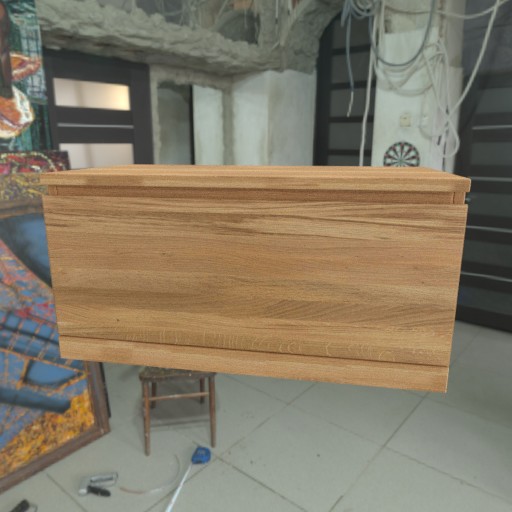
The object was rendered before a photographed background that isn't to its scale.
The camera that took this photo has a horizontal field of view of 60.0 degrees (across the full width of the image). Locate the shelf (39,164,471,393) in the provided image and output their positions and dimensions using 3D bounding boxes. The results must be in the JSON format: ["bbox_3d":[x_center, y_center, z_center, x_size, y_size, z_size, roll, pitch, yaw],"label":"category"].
[{"bbox_3d":[0.000,0.000,1.045,0.800,0.400,0.400,3,14,10],"label":"shelf"}]
